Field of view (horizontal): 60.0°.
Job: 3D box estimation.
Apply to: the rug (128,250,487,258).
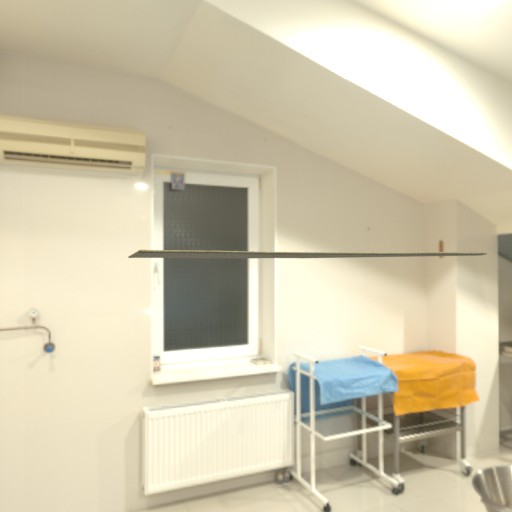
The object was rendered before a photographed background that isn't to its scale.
[{"bbox_3d":[0.000,0.000,2.955,1.606,0.017,2.270,0,-1,-17],"label":"rug"}]
